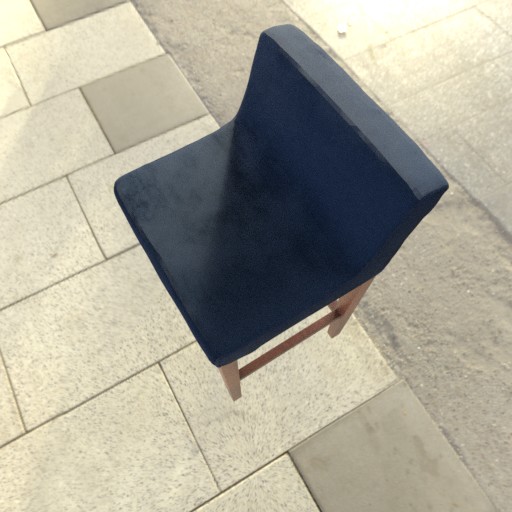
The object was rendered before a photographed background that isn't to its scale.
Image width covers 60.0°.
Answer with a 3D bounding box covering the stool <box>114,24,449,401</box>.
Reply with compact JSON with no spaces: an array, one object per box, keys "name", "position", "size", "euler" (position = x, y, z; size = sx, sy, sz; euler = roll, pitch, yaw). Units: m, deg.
[{"name":"stool","position":[0.000,0.000,1.213],"size":[0.516,0.945,0.511],"euler":[-29,68,-13]}]
